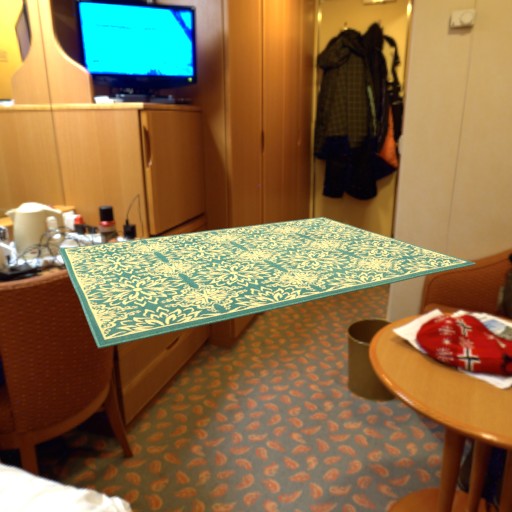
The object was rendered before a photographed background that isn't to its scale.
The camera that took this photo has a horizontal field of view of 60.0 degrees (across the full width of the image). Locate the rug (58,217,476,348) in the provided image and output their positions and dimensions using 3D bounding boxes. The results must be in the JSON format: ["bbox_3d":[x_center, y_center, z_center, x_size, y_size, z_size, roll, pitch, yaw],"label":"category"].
[{"bbox_3d":[0.000,0.000,2.844,2.205,0.012,1.554,-9,19,-27],"label":"rug"}]
